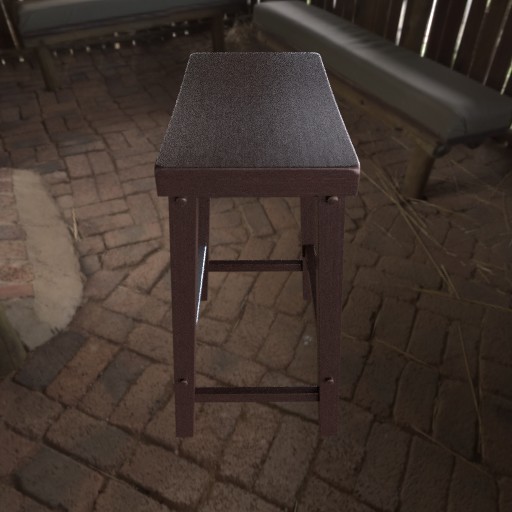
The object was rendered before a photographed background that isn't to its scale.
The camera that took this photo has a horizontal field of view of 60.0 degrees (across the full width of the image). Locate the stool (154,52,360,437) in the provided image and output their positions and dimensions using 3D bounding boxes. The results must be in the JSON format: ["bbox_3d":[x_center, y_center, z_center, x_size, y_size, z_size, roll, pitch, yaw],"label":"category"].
[{"bbox_3d":[0.000,0.000,0.838,0.322,0.610,0.406,0,41,0],"label":"stool"}]
